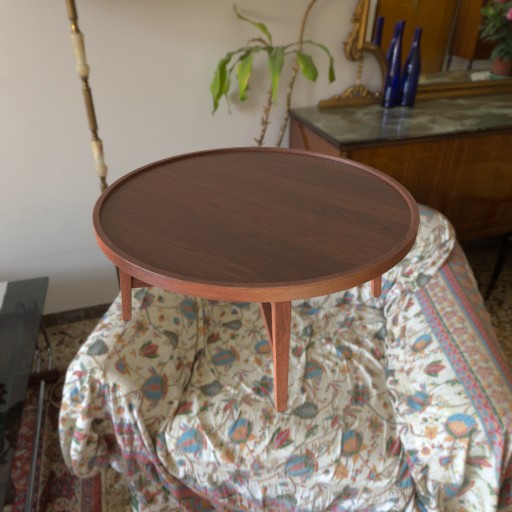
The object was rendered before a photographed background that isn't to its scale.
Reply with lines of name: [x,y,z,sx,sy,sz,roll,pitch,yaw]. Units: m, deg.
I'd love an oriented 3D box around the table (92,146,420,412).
table: [0.000,0.000,1.228,0.800,0.360,0.800,0,32,0]
